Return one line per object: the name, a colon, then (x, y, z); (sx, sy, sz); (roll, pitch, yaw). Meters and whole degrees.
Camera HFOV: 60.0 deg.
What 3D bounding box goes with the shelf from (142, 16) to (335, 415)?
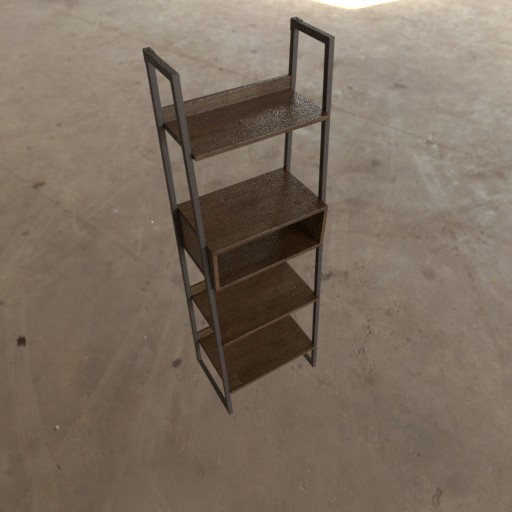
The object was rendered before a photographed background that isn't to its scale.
shelf: (0.000, 0.000, 2.232); (0.652, 2.005, 0.454); (-23, 50, -21)
